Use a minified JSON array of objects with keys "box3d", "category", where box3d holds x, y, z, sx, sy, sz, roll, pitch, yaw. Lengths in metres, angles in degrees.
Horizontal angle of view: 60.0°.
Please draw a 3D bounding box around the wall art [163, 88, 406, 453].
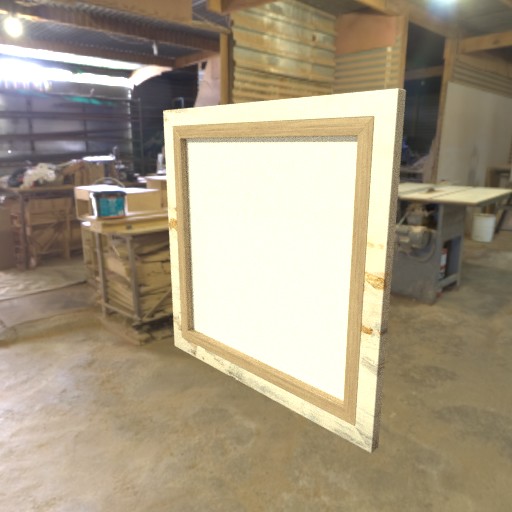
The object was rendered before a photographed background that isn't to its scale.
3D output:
[{"box3d":[0.000,0.000,1.552,0.040,1.018,1.015,-14,19,-43],"category":"wall art"}]
